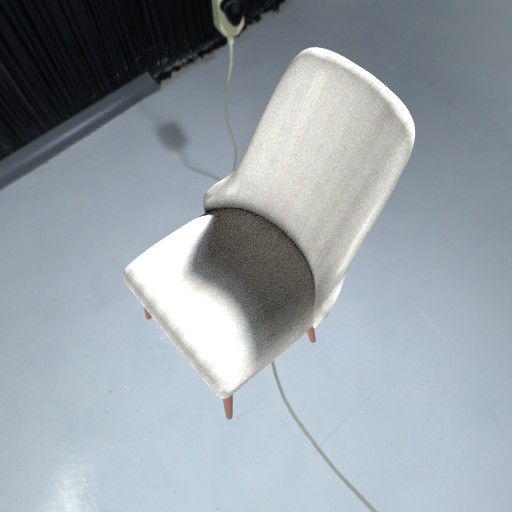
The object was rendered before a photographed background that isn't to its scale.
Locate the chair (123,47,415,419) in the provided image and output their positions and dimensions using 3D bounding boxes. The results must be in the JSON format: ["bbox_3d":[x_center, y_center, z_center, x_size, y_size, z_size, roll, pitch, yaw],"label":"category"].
[{"bbox_3d":[0.000,0.000,1.283,0.684,0.917,0.526,-39,71,-16],"label":"chair"}]
